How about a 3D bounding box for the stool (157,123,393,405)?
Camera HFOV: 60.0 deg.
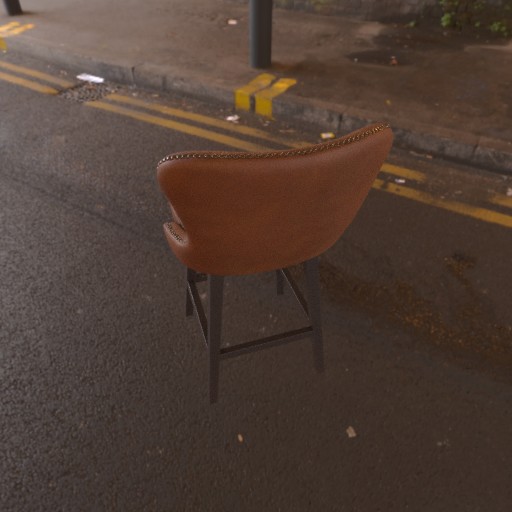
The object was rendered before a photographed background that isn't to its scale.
[{"bbox_3d":[0.000,0.000,1.345,0.528,0.971,0.593,-12,42,-14],"label":"stool"}]
